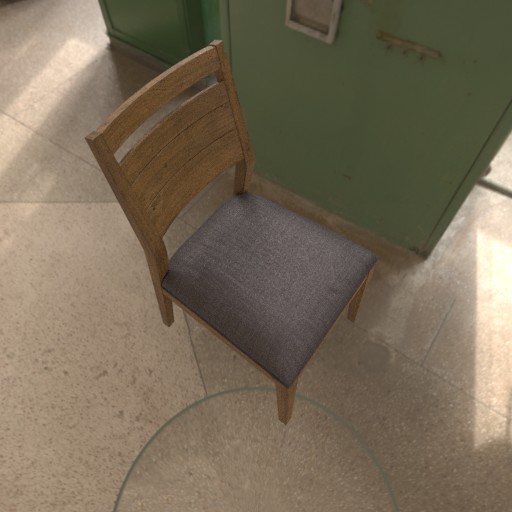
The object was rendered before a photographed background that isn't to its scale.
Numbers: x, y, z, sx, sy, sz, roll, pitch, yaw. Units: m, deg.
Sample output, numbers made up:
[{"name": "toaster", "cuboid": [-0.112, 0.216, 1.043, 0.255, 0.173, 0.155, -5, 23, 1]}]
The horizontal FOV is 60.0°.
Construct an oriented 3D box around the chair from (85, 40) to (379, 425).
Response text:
[{"name": "chair", "cuboid": [0.000, 0.000, 1.299, 0.610, 0.939, 0.501, 32, 63, 18]}]
